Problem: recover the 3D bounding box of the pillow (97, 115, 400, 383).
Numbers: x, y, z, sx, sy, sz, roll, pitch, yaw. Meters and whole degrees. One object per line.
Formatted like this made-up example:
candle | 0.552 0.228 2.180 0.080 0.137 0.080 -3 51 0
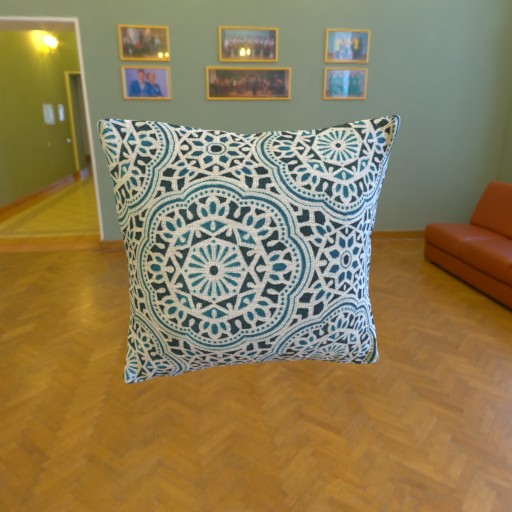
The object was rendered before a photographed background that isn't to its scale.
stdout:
pillow | 0.000 0.000 0.694 0.440 0.420 0.145 -3 18 -8
